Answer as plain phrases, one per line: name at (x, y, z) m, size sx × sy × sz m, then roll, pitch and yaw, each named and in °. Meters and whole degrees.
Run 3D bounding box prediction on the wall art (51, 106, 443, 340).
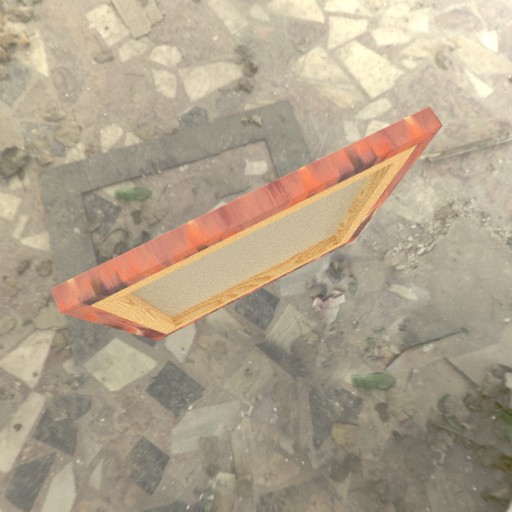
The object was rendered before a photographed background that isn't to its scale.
wall art at (0.000, 0.000, 0.918) m, size 0.603 × 0.609 × 0.037 m, roll -27°, pitch 77°, yaw -6°
